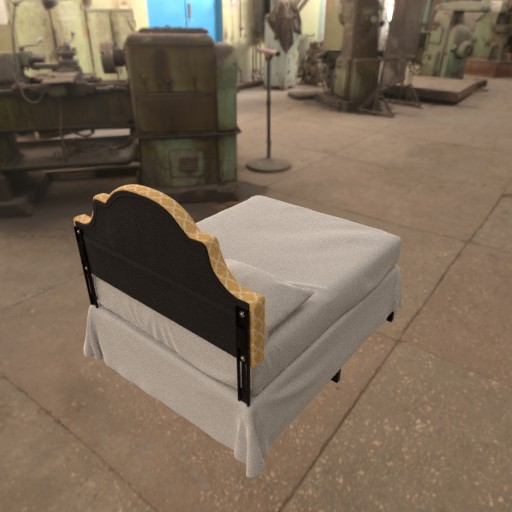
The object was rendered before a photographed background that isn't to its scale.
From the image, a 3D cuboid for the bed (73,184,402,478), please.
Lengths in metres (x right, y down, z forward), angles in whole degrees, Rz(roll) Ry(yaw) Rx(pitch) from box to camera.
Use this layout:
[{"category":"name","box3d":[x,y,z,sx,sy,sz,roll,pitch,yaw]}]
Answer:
[{"category":"bed","box3d":[0.000,0.000,3.398,1.780,1.633,2.222,22,36,34]}]
